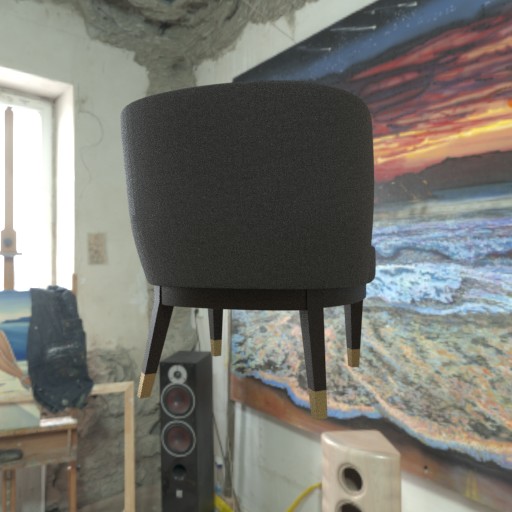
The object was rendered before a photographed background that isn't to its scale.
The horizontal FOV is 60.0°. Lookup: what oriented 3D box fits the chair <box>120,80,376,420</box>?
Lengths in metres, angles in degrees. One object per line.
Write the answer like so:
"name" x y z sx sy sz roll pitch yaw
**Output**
"chair" 0.000 0.000 1.229 0.639 0.695 0.698 0 0 19
